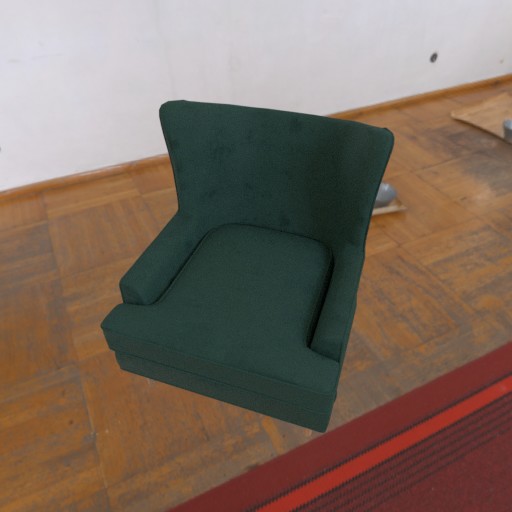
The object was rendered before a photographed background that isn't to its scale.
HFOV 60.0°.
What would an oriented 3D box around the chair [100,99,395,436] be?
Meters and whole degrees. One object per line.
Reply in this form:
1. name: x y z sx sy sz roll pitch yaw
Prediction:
1. chair: 0.000 0.000 1.634 0.793 0.952 0.910 13 42 14
